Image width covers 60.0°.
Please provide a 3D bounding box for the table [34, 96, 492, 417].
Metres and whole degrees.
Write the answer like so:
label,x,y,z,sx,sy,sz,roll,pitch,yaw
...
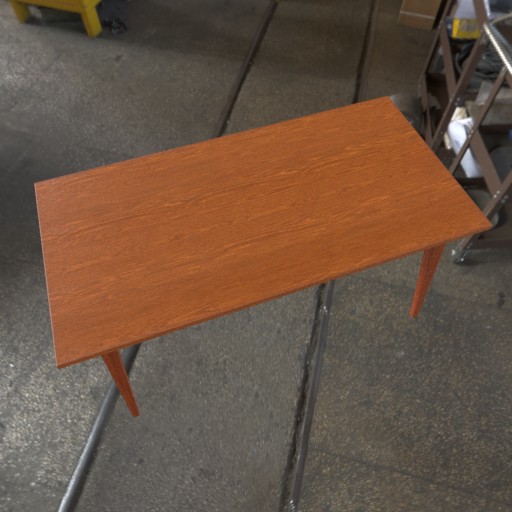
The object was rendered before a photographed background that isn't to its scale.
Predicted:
label,x,y,z,sx,sy,sz,roll,pitch,yaw
table,0.000,0.000,2.045,1.609,0.755,0.811,-17,59,-11
